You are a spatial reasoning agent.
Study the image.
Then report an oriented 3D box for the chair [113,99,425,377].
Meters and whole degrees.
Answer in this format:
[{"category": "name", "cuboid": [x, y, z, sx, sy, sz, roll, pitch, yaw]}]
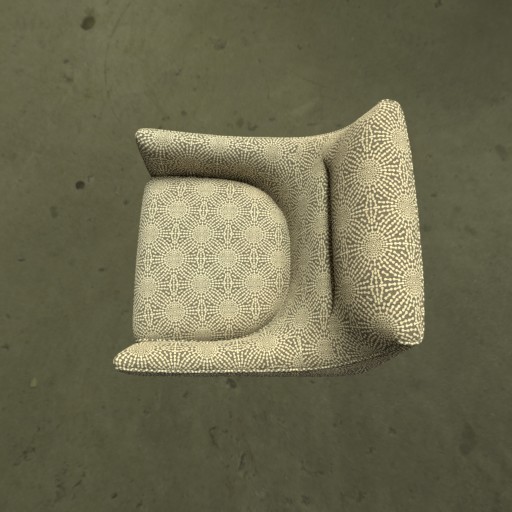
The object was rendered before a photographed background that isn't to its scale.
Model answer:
[{"category": "chair", "cuboid": [0.000, 0.000, 1.443, 0.787, 0.838, 0.762, 0, 74, 0]}]
